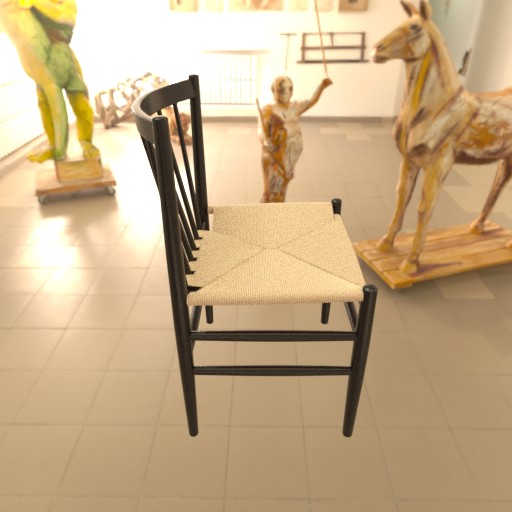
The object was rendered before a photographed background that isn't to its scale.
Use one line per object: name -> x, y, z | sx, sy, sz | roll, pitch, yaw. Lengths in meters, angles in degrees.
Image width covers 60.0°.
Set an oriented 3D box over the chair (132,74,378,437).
chair -> 0.000, 0.000, 1.154 | 0.516, 0.818, 0.495 | 0, 31, 0
